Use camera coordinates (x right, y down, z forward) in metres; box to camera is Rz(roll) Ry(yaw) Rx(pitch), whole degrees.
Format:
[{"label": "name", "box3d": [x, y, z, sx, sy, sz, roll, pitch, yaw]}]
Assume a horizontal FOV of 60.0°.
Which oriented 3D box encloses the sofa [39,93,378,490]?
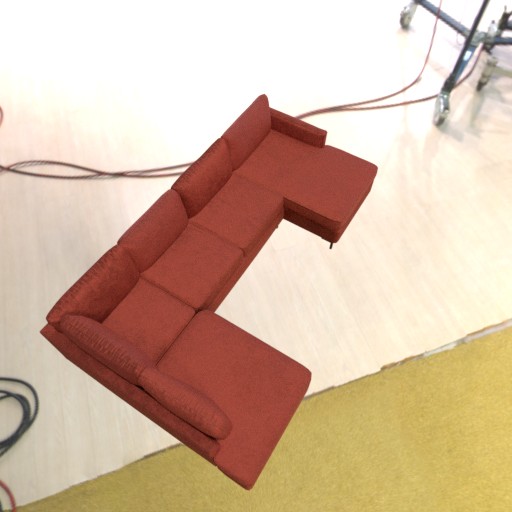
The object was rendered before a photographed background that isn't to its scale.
[{"label": "sofa", "box3d": [0.000, 0.000, 4.270, 2.055, 0.992, 3.434, 28, 61, 17]}]
